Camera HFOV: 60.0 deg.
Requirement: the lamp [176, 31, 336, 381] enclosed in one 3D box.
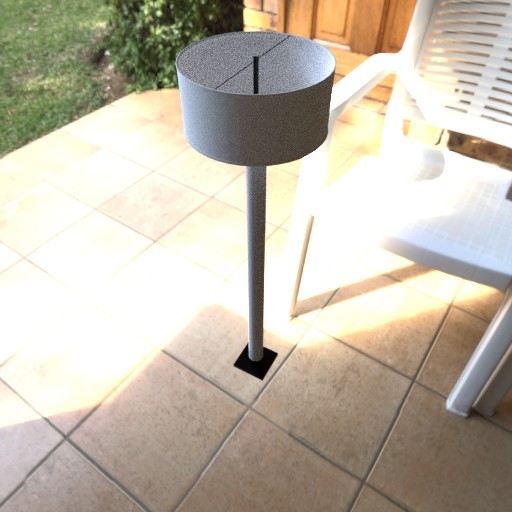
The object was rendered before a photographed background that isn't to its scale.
[{"bbox_3d":[0.000,0.000,1.674,0.420,1.475,0.420,21,49,20],"label":"lamp"}]
